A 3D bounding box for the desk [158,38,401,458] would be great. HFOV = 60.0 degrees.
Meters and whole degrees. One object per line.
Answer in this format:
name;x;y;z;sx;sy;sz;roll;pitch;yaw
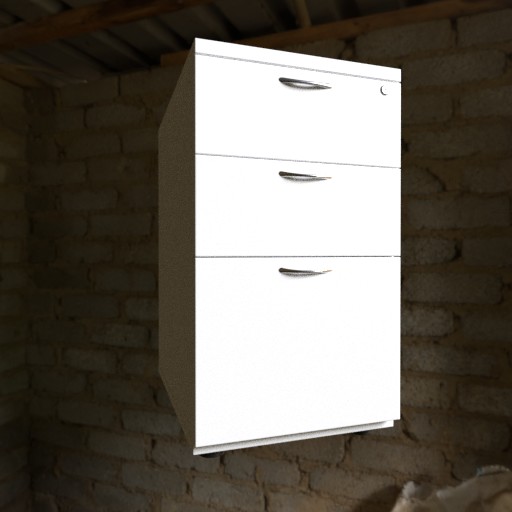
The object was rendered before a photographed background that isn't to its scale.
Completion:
desk;0.000;0.000;1.076;0.404;0.730;0.600;0;0;-18
